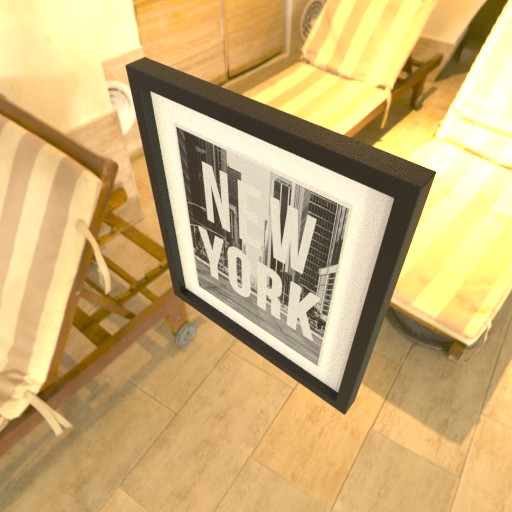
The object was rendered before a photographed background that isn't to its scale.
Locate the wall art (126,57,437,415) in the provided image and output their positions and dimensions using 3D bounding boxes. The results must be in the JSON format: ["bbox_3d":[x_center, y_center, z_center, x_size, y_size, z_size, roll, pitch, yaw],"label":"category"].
[{"bbox_3d":[0.000,0.000,0.534,0.328,0.381,0.028,30,54,26],"label":"wall art"}]
